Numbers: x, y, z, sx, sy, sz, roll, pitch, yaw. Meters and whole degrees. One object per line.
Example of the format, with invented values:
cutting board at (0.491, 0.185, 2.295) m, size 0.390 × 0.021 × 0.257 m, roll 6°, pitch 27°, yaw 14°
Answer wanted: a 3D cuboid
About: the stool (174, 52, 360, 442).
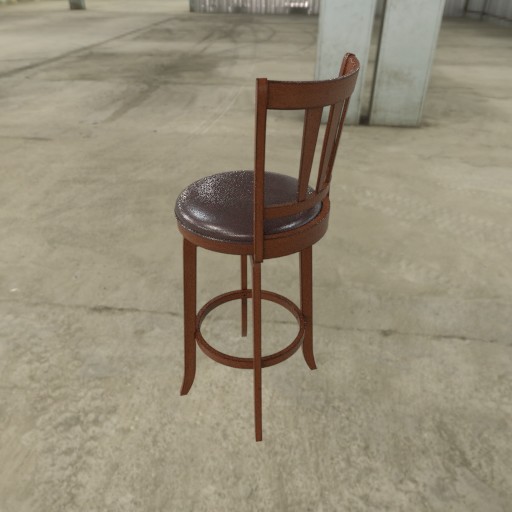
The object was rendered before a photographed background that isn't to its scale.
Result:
stool at (0.000, 0.000, 1.429) m, size 0.503 × 1.177 × 0.464 m, roll 20°, pitch 37°, yaw 29°
